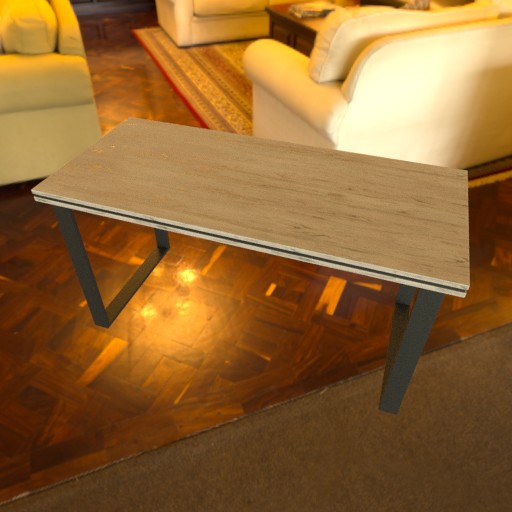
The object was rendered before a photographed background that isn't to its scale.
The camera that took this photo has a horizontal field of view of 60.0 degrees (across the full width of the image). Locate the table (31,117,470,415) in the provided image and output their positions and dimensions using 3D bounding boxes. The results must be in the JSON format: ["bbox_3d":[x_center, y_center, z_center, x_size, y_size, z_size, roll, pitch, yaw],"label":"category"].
[{"bbox_3d":[0.000,0.000,2.267,1.778,0.899,0.795,13,43,14],"label":"table"}]
